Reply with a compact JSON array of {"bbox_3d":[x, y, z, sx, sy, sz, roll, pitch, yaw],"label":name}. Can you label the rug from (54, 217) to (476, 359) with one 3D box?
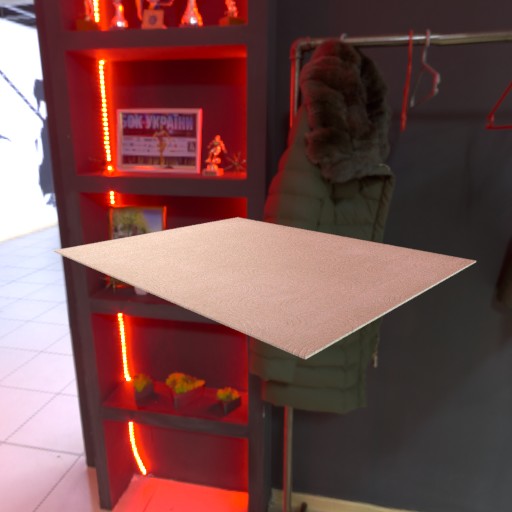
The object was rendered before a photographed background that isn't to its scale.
[{"bbox_3d":[0.000,0.000,3.460,2.584,0.011,2.073,14,21,42],"label":"rug"}]
